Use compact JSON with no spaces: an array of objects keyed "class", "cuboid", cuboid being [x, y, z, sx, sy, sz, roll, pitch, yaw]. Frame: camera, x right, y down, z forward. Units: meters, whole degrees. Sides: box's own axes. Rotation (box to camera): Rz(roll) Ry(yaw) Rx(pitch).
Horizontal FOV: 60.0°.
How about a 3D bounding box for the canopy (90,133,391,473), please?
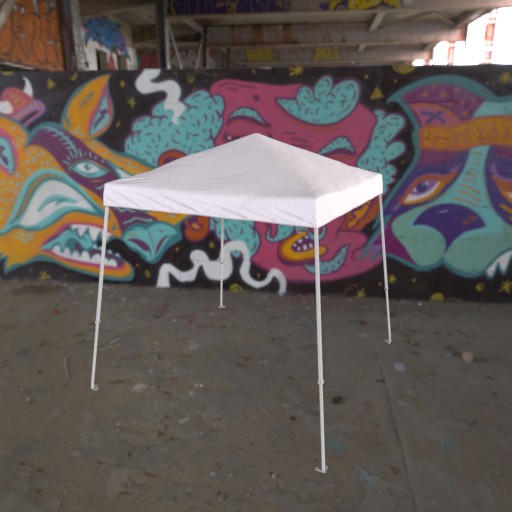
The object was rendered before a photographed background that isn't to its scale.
[{"class":"canopy","cuboid":[0.000,0.000,5.331,2.850,2.850,2.849,8,18,27]}]
